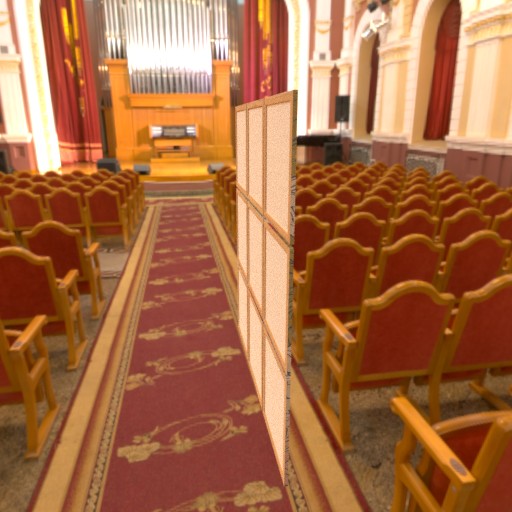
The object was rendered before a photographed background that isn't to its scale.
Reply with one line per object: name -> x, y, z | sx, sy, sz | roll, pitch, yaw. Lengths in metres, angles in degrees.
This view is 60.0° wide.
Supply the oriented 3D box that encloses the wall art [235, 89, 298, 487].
wall art -> 0.000, 0.000, 1.845 | 0.013, 1.218, 1.206 | -3, 17, -9
